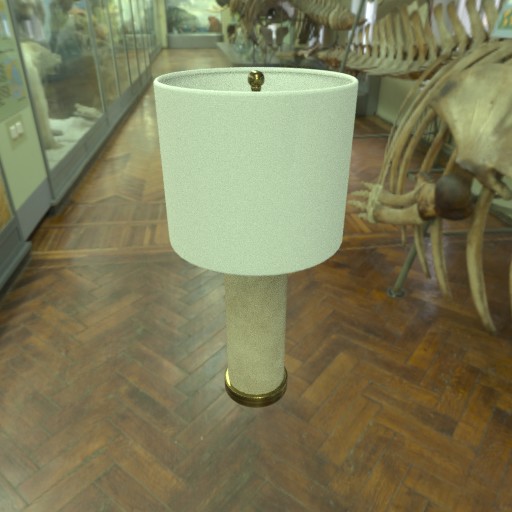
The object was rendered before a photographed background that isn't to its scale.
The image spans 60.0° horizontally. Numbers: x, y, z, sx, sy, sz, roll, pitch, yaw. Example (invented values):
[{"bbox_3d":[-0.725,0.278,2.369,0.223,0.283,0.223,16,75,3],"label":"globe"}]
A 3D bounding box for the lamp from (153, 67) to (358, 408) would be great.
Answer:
[{"bbox_3d":[0.000,0.000,0.817,0.305,0.634,0.305,-20,34,-32],"label":"lamp"}]
